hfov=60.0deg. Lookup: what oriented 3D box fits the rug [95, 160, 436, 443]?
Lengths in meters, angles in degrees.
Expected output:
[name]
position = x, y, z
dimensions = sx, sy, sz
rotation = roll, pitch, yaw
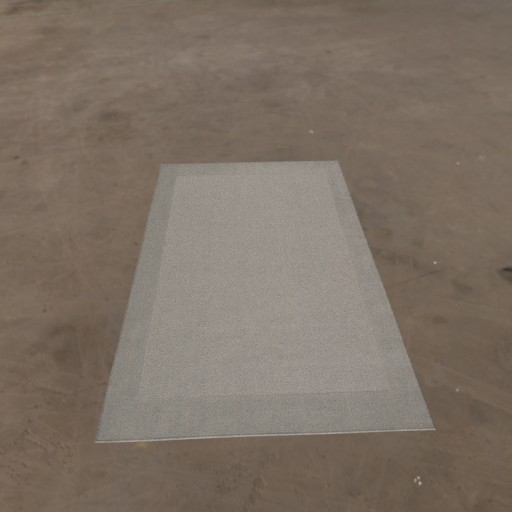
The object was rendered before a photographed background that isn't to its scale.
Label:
[rug]
position = 0.000, 0.000, 2.890
dimensions = 1.524, 0.014, 2.438
rotation = -2, 41, -2
